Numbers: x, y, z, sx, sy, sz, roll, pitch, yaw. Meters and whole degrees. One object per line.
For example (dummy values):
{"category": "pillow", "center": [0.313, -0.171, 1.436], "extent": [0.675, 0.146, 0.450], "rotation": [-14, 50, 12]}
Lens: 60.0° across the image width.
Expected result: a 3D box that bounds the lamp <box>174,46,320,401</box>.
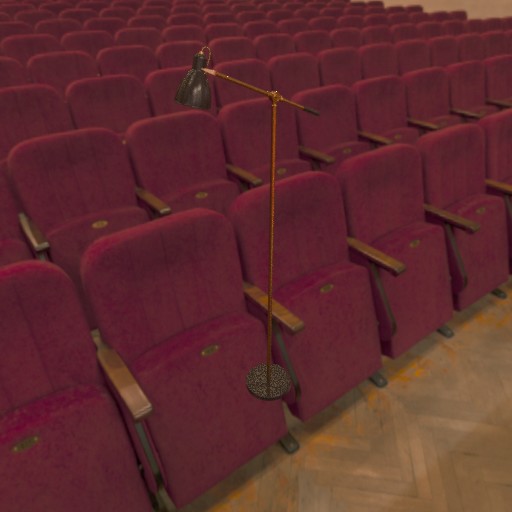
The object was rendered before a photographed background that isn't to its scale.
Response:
{"category": "lamp", "center": [0.000, 0.000, 1.867], "extent": [0.618, 1.628, 0.235], "rotation": [-21, 37, -31]}
